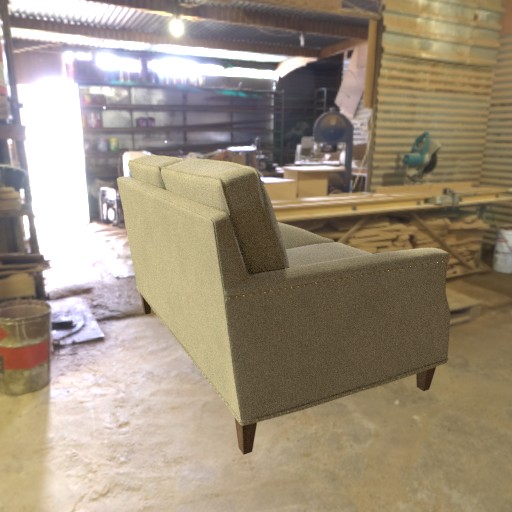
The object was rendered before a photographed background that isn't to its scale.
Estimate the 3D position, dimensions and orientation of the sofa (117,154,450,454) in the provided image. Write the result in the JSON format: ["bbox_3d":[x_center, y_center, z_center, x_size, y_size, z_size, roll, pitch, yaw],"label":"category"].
[{"bbox_3d":[0.000,0.000,2.262,1.084,1.003,1.597,-8,17,-26],"label":"sofa"}]
